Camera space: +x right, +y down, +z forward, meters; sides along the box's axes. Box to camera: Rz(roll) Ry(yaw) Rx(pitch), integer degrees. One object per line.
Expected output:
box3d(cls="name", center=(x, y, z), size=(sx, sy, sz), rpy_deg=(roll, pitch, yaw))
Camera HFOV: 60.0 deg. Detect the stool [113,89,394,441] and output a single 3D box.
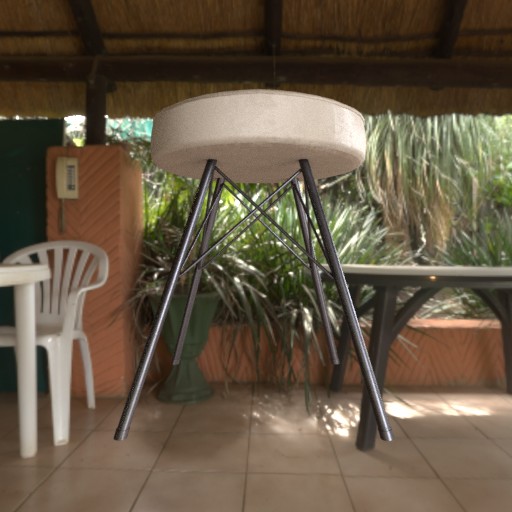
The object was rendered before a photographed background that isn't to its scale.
box3d(cls="stool", center=(0.000, 0.000, 0.875), size=(0.423, 0.538, 0.457), rpy_deg=(0, 1, 0))
